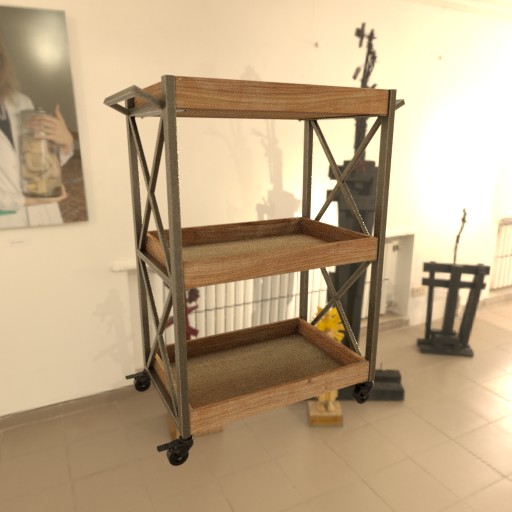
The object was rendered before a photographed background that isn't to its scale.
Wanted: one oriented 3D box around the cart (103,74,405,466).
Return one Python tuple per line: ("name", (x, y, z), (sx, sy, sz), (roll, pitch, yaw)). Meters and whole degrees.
("cart", (0.000, 0.000, 1.191), (0.673, 0.835, 0.377), (-8, 17, -26))
